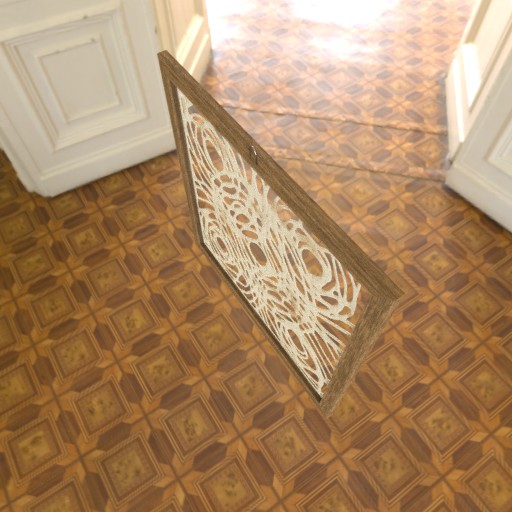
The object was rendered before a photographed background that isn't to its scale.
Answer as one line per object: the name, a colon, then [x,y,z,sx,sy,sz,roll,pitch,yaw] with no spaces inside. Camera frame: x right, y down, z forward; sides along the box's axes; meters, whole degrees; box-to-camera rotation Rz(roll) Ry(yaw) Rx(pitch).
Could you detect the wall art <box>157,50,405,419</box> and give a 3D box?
wall art: [0.000,0.000,0.846,0.021,0.576,0.561,-30,62,-18]
